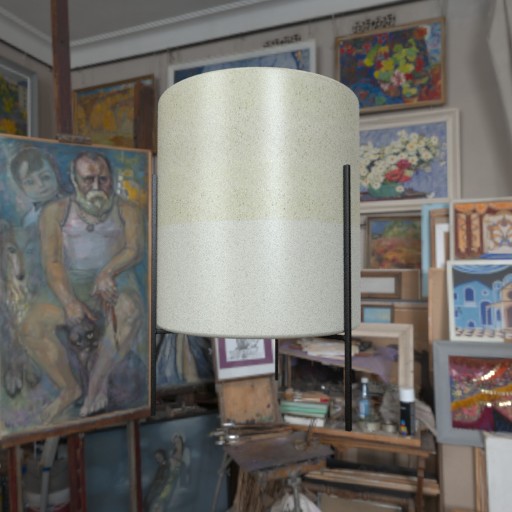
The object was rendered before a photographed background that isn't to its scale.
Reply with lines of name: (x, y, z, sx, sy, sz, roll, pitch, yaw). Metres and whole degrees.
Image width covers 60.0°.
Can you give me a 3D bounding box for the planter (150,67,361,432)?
planter: (0.000, 0.000, 0.723, 0.333, 0.483, 0.324, 1, -2, -17)
